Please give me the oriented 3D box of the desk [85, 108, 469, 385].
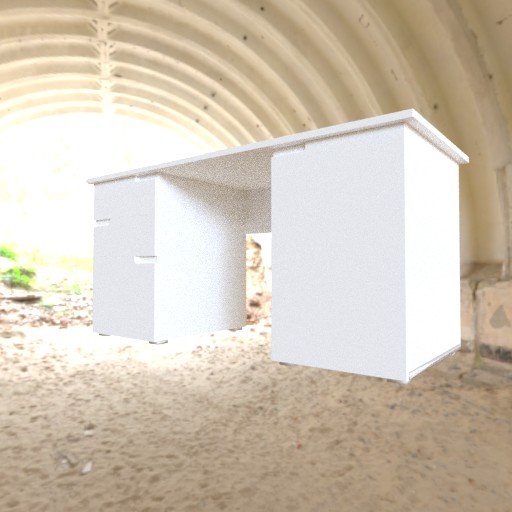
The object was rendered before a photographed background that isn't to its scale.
[{"bbox_3d":[0.000,0.000,1.933,1.580,0.760,0.670,-1,-2,37],"label":"desk"}]
